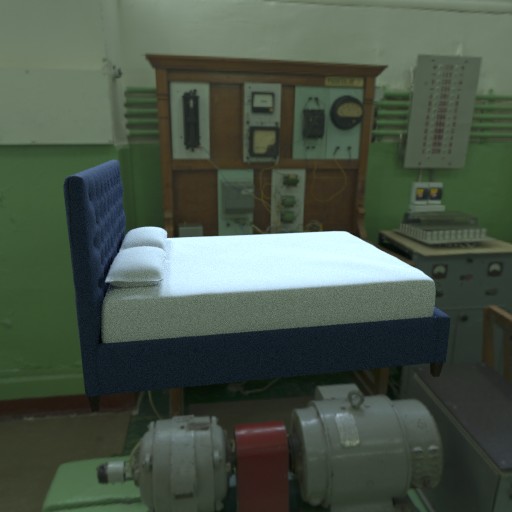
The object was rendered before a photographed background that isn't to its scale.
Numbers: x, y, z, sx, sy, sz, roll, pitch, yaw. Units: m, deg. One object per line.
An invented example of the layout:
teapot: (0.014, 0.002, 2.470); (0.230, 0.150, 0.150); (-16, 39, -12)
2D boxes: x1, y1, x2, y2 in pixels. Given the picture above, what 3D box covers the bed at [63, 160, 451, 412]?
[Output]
bed: (0.000, 0.000, 3.498); (2.387, 1.427, 1.706); (-3, 15, -10)
